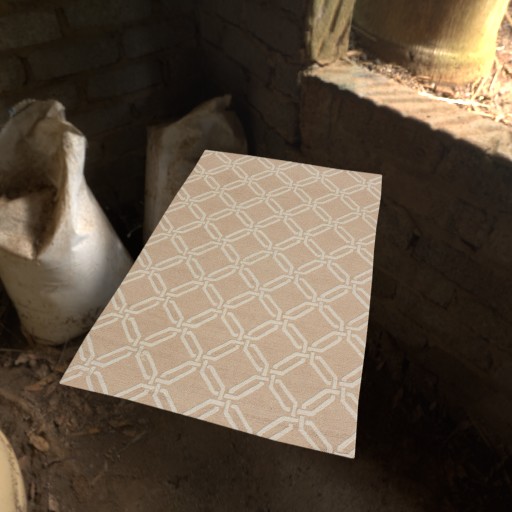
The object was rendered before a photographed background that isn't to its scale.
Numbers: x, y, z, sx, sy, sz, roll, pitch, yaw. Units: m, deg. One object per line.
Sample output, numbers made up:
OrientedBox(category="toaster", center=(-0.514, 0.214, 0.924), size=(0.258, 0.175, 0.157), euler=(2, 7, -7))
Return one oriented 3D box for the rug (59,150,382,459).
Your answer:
OrientedBox(category="rug", center=(0.000, 0.000, 2.206), size=(1.146, 0.010, 1.745), euler=(10, 46, 10))
